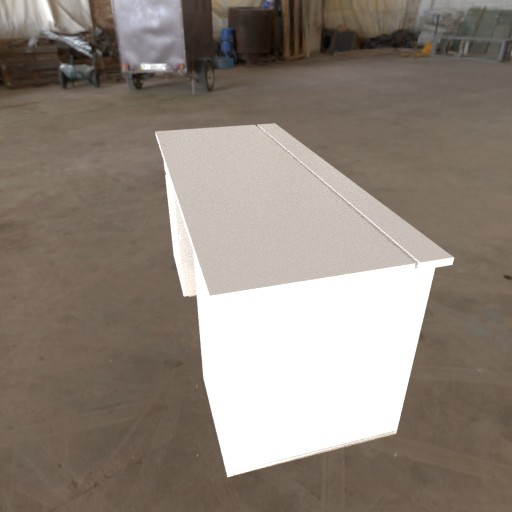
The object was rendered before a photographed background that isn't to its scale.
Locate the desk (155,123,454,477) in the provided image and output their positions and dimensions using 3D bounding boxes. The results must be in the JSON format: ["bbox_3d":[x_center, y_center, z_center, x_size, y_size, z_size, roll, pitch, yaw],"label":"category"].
[{"bbox_3d":[0.000,0.000,1.968,0.670,0.760,1.580,-8,31,-14],"label":"desk"}]
